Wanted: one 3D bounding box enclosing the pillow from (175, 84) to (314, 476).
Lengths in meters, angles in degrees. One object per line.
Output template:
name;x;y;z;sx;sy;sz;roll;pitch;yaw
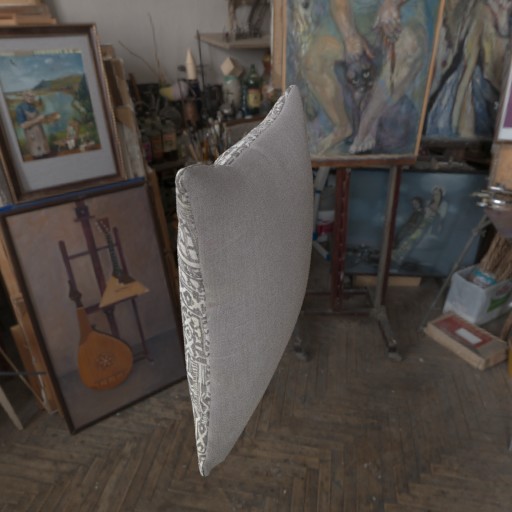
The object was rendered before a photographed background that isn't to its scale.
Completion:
pillow;0.000;0.000;0.773;0.180;0.487;0.546;8;31;14
